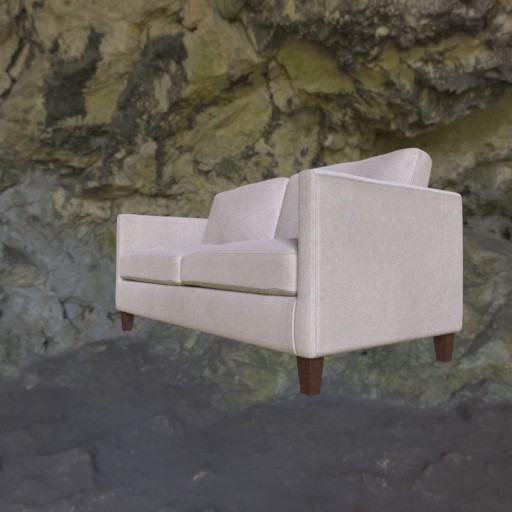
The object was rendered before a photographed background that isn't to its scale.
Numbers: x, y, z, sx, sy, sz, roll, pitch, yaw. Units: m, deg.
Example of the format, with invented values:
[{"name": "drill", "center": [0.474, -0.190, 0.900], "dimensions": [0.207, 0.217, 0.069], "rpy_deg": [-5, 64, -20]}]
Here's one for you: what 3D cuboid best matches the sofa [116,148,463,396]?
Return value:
[{"name": "sofa", "center": [0.000, 0.000, 2.404], "dimensions": [0.950, 0.940, 1.846], "rpy_deg": [0, -1, -37]}]
